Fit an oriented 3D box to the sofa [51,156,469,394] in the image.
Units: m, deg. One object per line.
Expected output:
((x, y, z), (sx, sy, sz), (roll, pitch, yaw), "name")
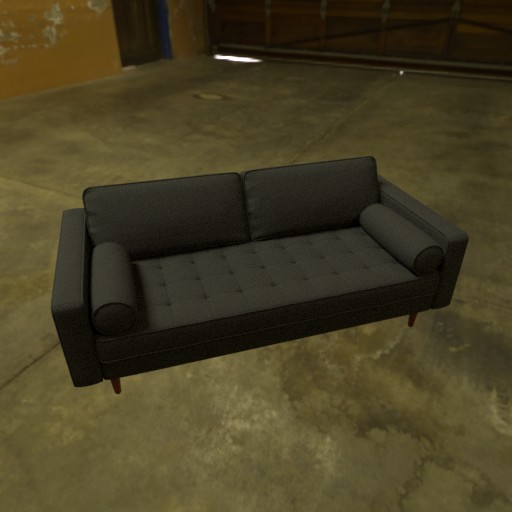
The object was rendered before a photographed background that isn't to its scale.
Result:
((0.000, 0.000, 2.319), (1.875, 0.759, 0.914), (-9, 33, -15), "sofa")
